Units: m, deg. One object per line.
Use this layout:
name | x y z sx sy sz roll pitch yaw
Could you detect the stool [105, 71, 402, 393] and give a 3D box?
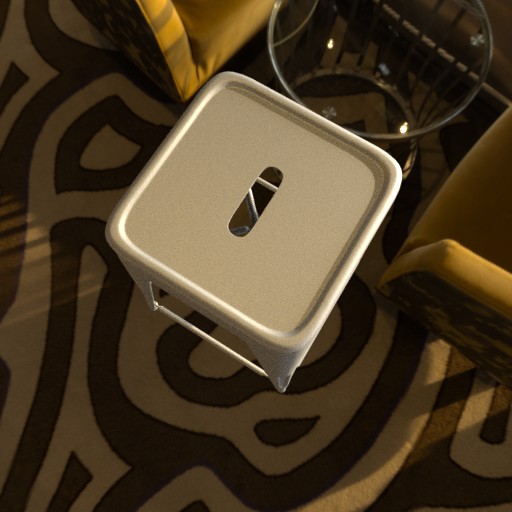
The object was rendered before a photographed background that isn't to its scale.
stool | 0.000 0.000 0.868 0.406 0.610 0.406 31 78 7
